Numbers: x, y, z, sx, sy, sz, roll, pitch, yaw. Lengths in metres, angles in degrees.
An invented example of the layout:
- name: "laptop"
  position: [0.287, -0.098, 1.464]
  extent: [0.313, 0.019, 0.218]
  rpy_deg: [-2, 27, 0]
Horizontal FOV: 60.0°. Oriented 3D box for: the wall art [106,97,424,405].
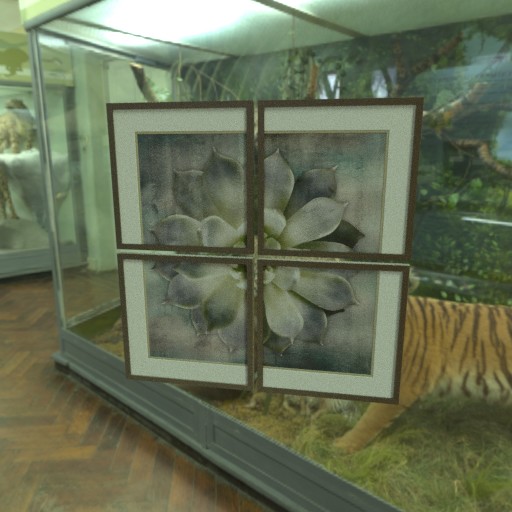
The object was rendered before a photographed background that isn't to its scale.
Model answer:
- name: "wall art"
  position: [0.000, 0.000, 1.551]
  extent: [1.032, 1.032, 0.030]
  rpy_deg: [2, 13, 10]
